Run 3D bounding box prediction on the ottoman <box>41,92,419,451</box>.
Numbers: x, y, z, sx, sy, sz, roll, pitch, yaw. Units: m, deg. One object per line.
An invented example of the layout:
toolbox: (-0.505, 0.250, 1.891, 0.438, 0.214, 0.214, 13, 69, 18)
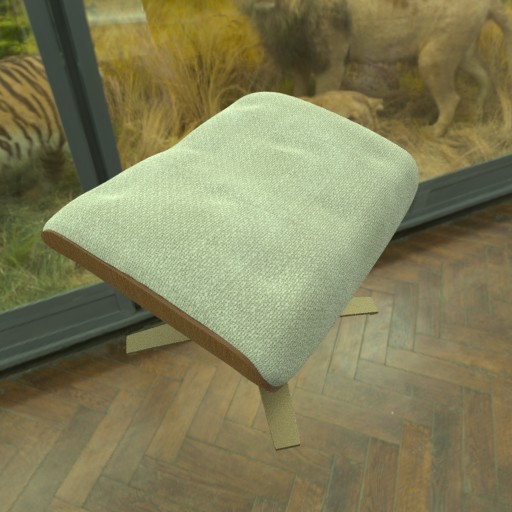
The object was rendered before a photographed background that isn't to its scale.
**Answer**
ottoman: (0.000, 0.000, 0.777, 0.394, 0.391, 0.520, 24, 48, 24)
